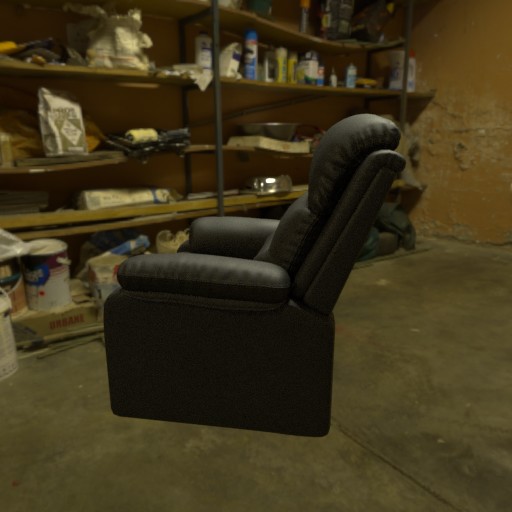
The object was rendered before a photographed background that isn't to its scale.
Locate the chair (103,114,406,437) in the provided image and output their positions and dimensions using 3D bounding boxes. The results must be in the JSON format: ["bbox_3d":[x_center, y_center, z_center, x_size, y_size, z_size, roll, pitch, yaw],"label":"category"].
[{"bbox_3d":[0.000,0.000,1.640,0.919,0.992,0.855,2,15,9],"label":"chair"}]
